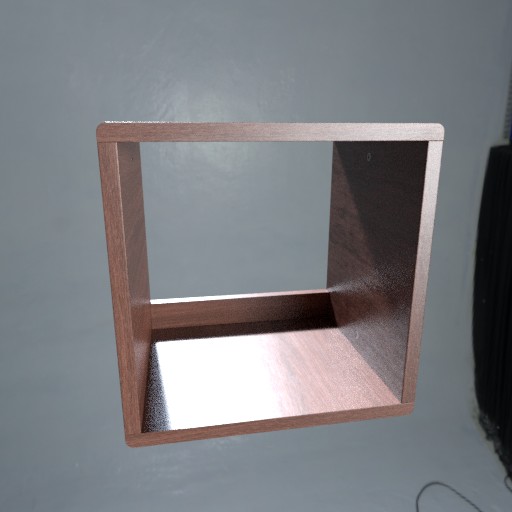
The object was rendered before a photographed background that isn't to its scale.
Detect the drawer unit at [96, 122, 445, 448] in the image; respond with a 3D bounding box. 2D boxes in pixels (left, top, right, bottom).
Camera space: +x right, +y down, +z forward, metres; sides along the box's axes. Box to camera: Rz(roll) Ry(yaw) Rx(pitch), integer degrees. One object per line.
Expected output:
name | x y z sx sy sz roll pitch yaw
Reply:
drawer unit | 0.000 0.000 0.617 0.349 0.351 0.290 -3 16 -10
